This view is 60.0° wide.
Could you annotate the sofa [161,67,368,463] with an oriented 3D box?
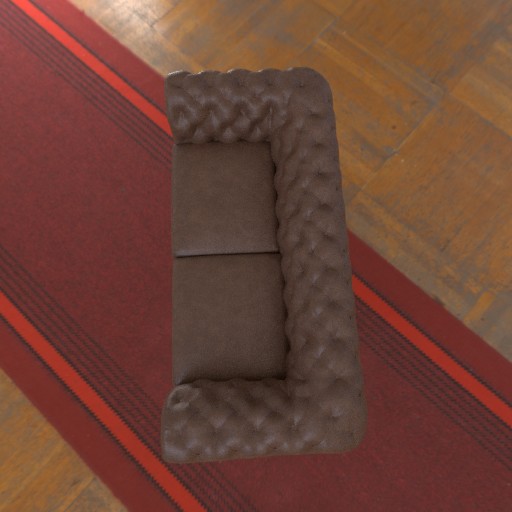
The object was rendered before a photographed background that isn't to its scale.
[{"bbox_3d":[0.000,0.000,2.518,0.955,0.784,2.048,-3,74,-1],"label":"sofa"}]
